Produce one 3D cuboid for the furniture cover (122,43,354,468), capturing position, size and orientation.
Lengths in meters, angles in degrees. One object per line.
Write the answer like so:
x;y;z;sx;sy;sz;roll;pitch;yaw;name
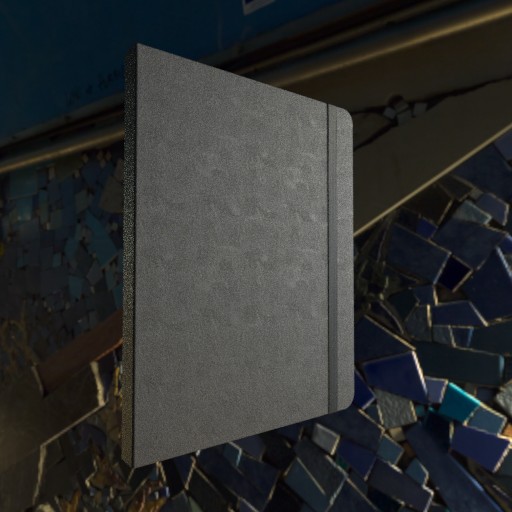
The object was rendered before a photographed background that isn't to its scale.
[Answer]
0.000;0.000;0.364;0.216;0.281;0.023;1;-2;-37;furniture cover
